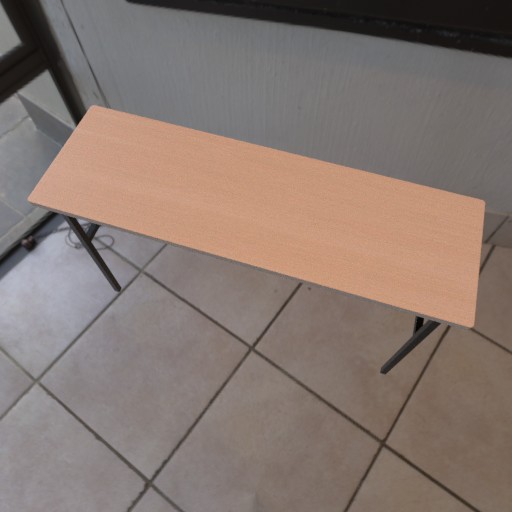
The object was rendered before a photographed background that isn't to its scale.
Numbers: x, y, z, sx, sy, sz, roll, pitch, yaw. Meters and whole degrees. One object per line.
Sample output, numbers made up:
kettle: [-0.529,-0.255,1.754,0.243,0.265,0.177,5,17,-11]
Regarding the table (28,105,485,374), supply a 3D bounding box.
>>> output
table: [0.000,0.000,1.745,1.397,0.750,0.447,16,63,8]
